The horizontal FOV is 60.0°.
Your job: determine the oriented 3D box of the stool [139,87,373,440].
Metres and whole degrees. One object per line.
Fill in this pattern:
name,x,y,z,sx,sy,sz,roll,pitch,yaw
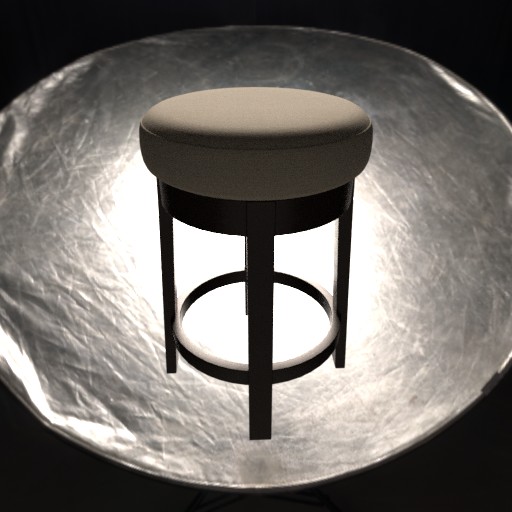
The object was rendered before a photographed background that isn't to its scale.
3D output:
stool,0.000,0.000,0.972,0.449,0.655,0.449,0,30,0
